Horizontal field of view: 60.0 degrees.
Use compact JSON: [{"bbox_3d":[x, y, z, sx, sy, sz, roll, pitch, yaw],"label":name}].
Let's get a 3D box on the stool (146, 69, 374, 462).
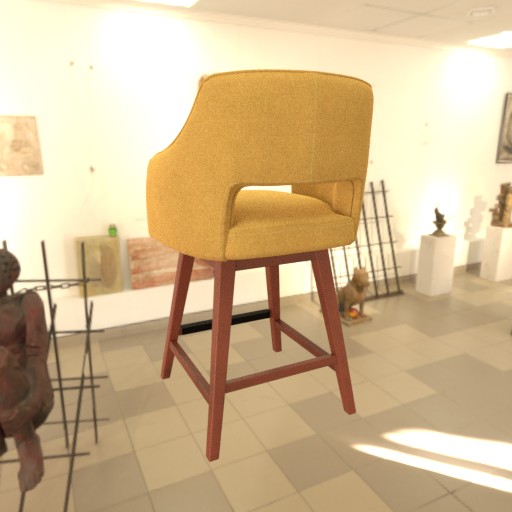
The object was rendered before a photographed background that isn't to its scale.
[{"bbox_3d":[0.000,0.000,1.270,0.548,0.924,0.558,-7,16,-26],"label":"stool"}]
